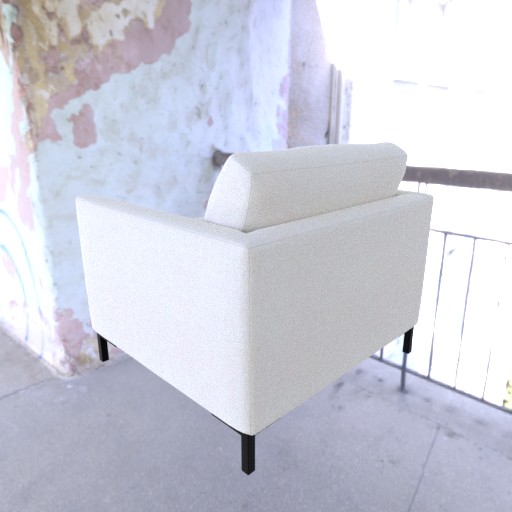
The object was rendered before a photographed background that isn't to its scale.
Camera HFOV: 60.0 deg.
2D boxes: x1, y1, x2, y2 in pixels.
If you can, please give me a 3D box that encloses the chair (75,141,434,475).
[{"bbox_3d":[0.000,0.000,1.608,0.875,0.806,0.964,16,24,42],"label":"chair"}]
